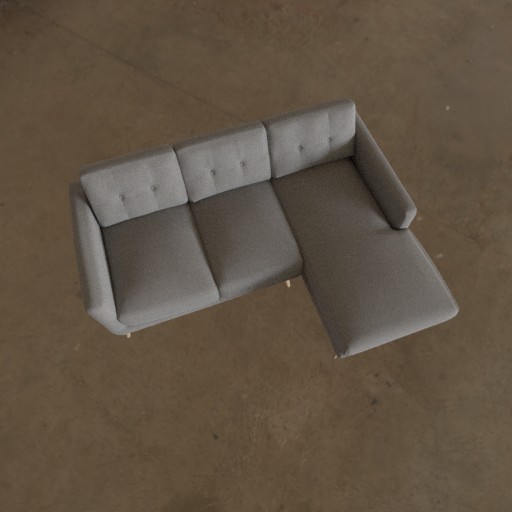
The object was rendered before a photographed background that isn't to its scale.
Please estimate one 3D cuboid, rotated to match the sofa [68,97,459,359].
[{"bbox_3d":[0.000,0.000,2.789,2.040,0.860,1.530,-17,64,-9],"label":"sofa"}]
